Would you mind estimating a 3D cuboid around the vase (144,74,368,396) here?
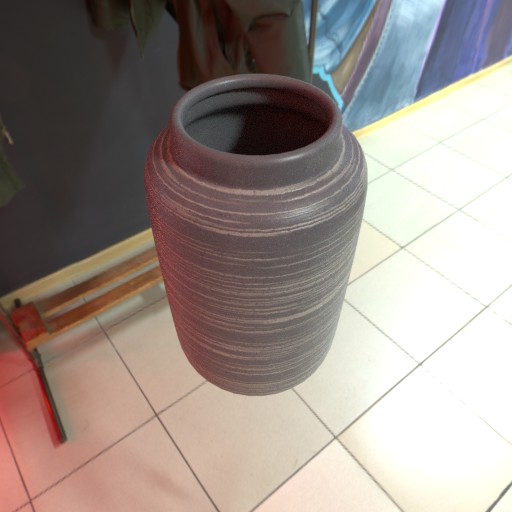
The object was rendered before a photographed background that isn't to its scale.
[{"bbox_3d":[0.000,0.000,0.701,0.297,0.499,0.297,0,47,0],"label":"vase"}]
